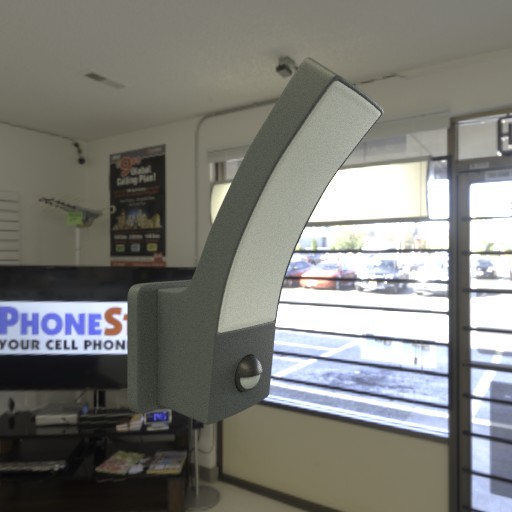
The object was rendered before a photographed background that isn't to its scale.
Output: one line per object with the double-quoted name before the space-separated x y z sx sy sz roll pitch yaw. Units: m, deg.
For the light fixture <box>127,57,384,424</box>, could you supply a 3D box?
"light fixture" 0.000 0.000 0.336 0.174 0.243 0.108 0 0 35
